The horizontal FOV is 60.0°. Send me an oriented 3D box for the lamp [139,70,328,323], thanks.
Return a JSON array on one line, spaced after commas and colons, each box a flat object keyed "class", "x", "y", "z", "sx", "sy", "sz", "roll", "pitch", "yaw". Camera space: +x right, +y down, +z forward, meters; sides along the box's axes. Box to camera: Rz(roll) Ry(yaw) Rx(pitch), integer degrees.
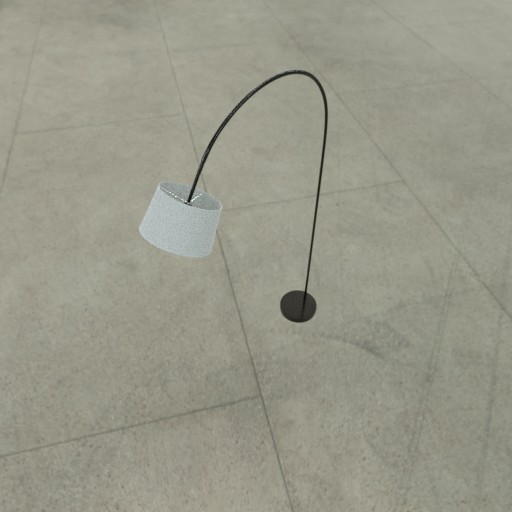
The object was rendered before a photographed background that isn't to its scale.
[{"class": "lamp", "x": 0.000, "y": 0.000, "z": 2.644, "sx": 0.331, "sy": 2.104, "sz": 1.363, "roll": 32, "pitch": 54, "yaw": 27}]
